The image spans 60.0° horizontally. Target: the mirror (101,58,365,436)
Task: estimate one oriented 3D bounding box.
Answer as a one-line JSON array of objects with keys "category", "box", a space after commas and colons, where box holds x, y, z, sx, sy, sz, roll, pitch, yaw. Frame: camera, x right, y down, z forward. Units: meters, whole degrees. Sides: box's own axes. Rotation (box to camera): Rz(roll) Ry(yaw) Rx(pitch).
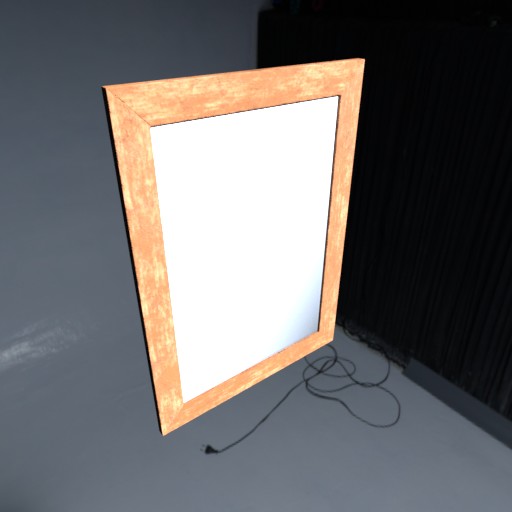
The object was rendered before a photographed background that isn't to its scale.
[{"category": "mirror", "box": [0.000, 0.000, 1.408, 0.796, 1.099, 0.028, -21, 36, -31]}]
